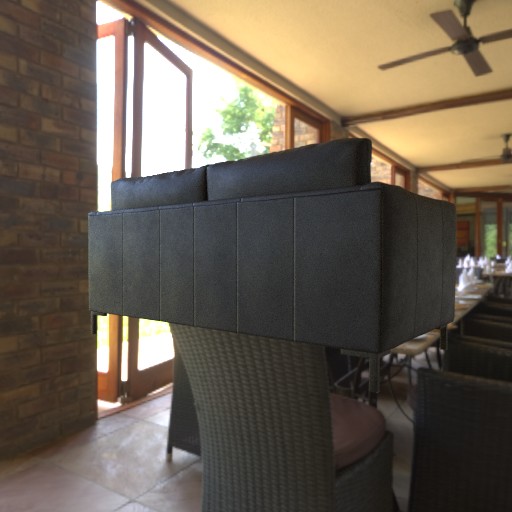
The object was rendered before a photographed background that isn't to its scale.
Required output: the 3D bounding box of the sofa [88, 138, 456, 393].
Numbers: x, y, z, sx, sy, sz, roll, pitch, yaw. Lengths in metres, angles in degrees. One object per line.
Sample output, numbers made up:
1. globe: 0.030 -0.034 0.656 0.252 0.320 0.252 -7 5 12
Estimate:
1. sofa: 0.000 0.000 2.308 1.805 0.883 0.947 0 1 36
